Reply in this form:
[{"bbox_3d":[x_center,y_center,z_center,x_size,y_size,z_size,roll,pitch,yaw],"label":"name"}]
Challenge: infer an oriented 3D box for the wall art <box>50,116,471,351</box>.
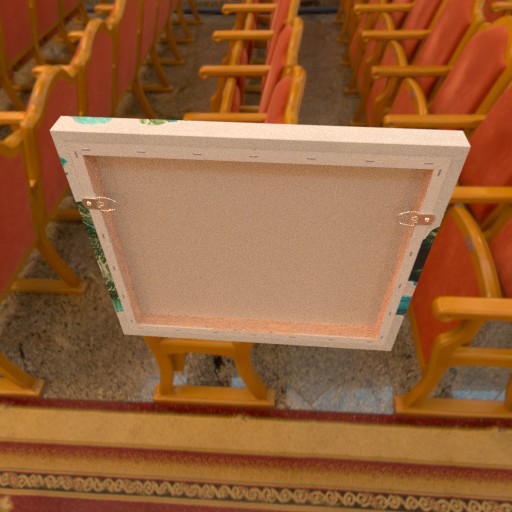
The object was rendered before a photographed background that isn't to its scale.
[{"bbox_3d":[0.000,0.000,0.698,0.507,0.435,0.041,3,45,3],"label":"wall art"}]
